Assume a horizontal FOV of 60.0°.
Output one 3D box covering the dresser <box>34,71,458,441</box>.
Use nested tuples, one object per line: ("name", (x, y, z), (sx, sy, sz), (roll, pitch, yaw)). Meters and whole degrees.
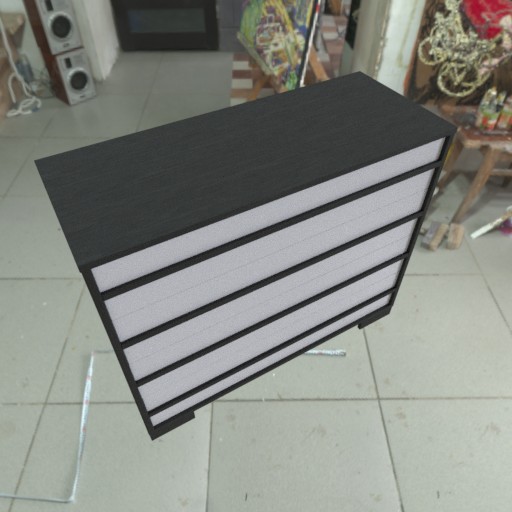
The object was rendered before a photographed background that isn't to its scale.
("dresser", (0.000, 0.000, 1.403), (0.994, 0.816, 0.404), (-23, 50, -20))
